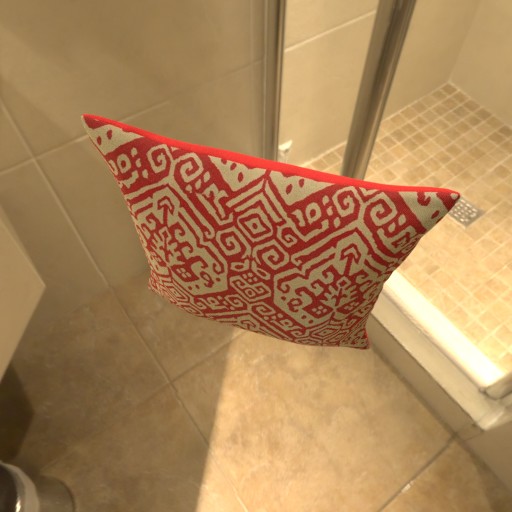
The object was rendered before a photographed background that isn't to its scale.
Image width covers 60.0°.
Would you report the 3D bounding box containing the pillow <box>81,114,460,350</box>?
[{"bbox_3d":[0.000,0.000,0.792,0.522,0.507,0.192,14,58,9],"label":"pillow"}]
